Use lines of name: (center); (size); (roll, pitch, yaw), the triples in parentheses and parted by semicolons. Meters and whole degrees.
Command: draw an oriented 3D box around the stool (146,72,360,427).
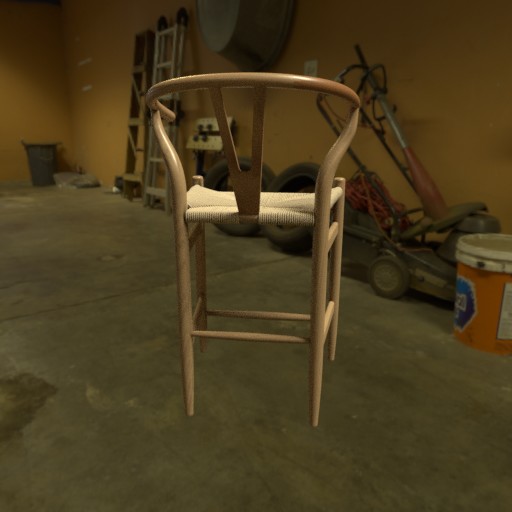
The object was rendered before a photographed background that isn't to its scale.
stool: (0.000, 0.000, 1.287); (0.536, 0.923, 0.575); (2, 15, 8)
